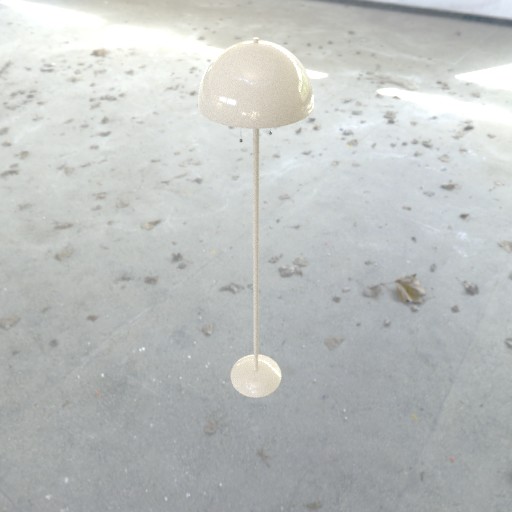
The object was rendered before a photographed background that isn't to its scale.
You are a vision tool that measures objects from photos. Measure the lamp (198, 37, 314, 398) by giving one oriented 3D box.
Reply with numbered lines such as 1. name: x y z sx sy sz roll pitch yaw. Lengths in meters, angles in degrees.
1. lamp: 0.000 0.000 1.629 0.328 1.480 0.328 26 46 27
